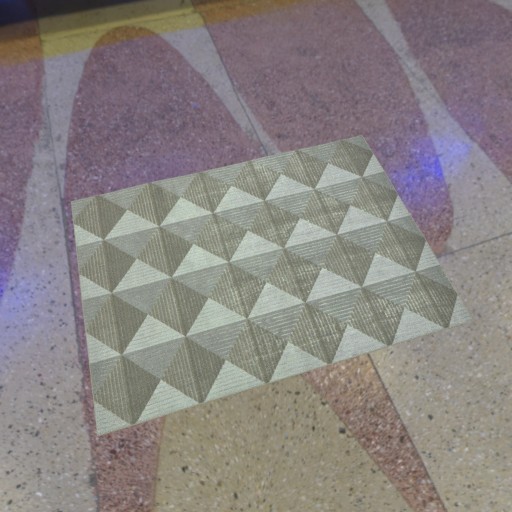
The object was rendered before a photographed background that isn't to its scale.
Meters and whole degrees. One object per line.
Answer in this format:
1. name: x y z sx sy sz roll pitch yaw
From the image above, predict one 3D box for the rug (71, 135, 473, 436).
1. rug: 0.000 0.000 4.313 3.333 0.027 2.428 -15 60 -9
